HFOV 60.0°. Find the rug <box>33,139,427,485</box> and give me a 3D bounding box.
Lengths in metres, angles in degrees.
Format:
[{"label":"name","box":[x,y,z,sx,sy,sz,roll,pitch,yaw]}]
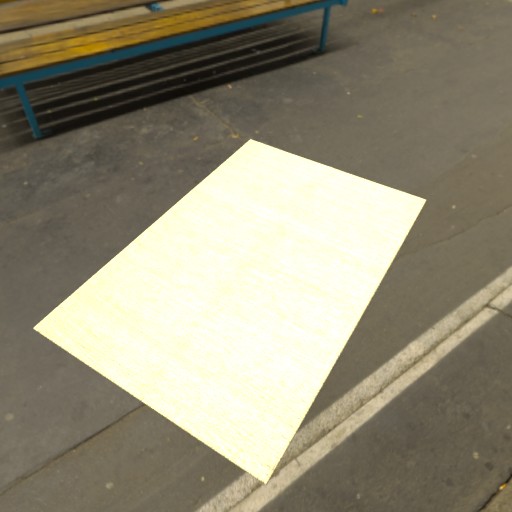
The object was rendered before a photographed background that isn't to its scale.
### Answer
[{"label":"rug","box":[0.000,0.000,2.336,1.250,0.015,1.850,24,51,21]}]
